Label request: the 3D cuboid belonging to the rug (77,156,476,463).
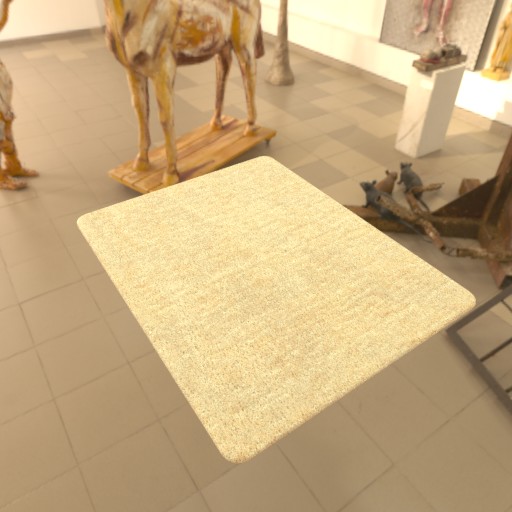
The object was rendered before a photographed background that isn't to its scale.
[{"bbox_3d":[0.000,0.000,3.388,2.009,0.048,2.528,-24,46,-25],"label":"rug"}]
